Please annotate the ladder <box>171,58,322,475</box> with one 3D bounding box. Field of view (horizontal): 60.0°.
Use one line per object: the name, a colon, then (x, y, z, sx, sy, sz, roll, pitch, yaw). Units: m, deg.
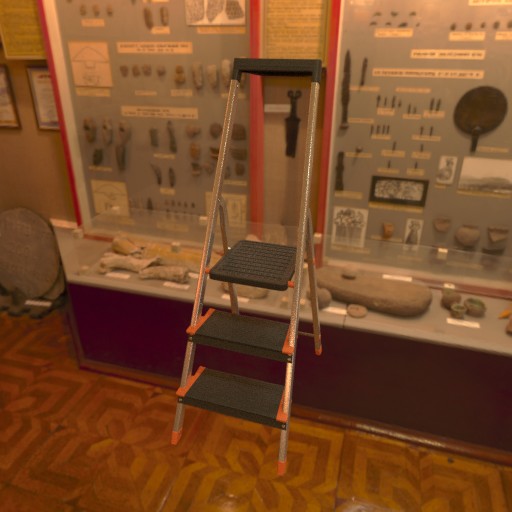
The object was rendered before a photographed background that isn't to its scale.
ladder: (0.000, 0.000, 1.530, 0.416, 1.229, 0.686, 8, 28, 16)
